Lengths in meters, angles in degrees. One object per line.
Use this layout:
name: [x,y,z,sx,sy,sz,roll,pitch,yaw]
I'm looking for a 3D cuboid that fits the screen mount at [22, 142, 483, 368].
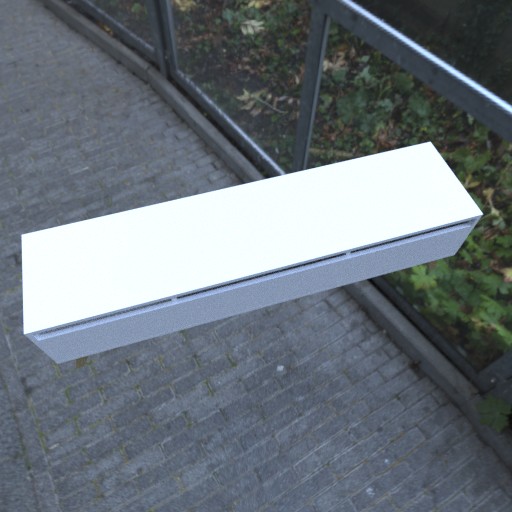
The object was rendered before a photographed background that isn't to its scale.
screen mount: [0.000,0.000,1.805,1.644,0.432,0.399,-14,59,-9]
